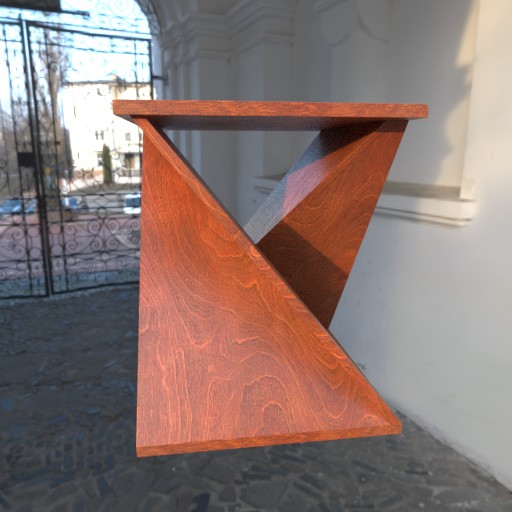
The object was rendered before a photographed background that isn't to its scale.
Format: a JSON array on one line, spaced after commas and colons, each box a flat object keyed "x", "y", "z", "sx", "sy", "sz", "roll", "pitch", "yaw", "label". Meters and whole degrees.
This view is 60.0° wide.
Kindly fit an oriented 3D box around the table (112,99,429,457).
[{"x": 0.000, "y": 0.000, "z": 0.853, "sx": 0.427, "sy": 0.520, "sz": 0.427, "roll": -2, "pitch": 13, "yaw": -8, "label": "table"}]
